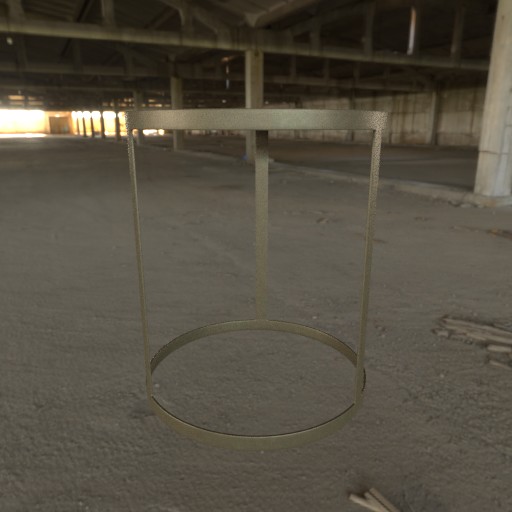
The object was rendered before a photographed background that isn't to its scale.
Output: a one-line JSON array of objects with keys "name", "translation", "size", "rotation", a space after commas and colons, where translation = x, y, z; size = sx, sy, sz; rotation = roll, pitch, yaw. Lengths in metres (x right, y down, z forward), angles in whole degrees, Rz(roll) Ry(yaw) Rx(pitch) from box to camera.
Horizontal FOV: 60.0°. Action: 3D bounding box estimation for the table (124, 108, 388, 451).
[{"name": "table", "translation": [0.000, 0.000, 0.919], "size": [0.480, 0.565, 0.480], "rotation": [0, 16, 0]}]
